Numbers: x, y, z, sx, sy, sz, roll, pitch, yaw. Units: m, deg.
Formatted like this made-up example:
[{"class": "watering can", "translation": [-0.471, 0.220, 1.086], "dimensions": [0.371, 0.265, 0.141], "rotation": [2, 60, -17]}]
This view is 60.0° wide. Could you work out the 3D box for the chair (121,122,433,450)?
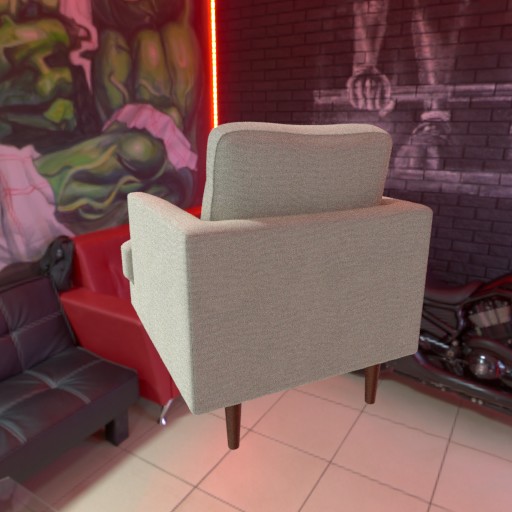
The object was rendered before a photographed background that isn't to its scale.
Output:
[{"class": "chair", "translation": [0.000, 0.000, 1.664], "dimensions": [0.858, 0.957, 0.899], "rotation": [-8, 18, -25]}]
